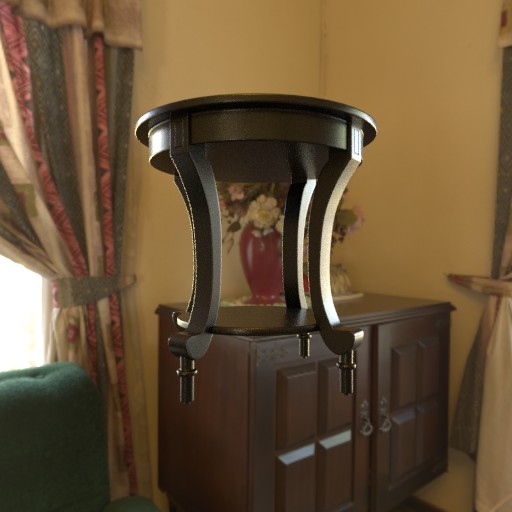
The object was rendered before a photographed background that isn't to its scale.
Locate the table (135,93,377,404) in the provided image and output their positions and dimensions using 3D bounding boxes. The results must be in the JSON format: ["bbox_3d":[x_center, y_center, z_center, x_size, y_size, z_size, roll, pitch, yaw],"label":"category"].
[{"bbox_3d":[0.000,0.000,1.133,0.597,0.618,0.597,0,0,0],"label":"table"}]
